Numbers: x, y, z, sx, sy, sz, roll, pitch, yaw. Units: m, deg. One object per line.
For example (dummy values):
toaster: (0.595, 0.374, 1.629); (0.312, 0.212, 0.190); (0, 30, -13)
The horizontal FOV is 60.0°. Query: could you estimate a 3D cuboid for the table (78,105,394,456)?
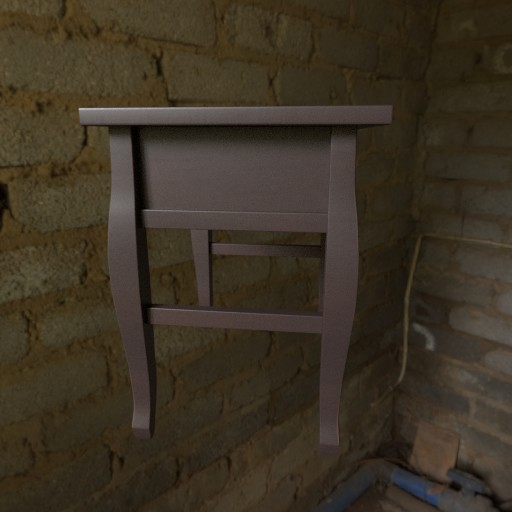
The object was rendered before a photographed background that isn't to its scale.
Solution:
table: (0.000, 0.000, 1.001); (0.460, 0.605, 0.602); (2, 15, 7)
